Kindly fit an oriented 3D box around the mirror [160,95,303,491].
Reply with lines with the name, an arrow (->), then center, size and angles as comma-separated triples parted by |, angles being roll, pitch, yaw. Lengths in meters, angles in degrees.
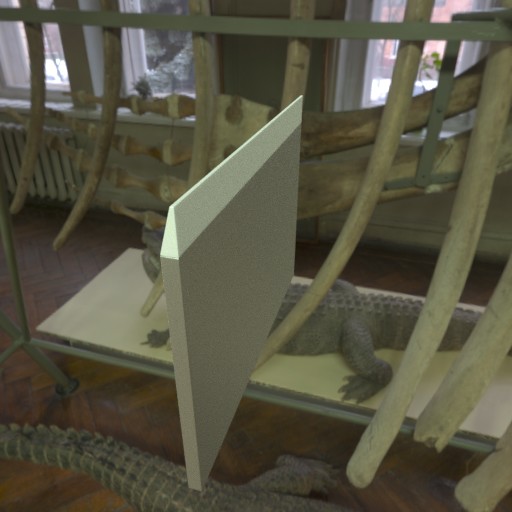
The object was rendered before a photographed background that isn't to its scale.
mirror -> 0.000, 0.000, 1.116 | 0.030, 0.630, 0.870 | 8, 31, 14
